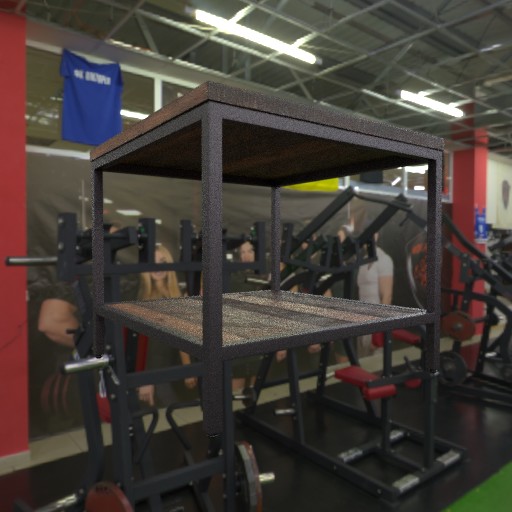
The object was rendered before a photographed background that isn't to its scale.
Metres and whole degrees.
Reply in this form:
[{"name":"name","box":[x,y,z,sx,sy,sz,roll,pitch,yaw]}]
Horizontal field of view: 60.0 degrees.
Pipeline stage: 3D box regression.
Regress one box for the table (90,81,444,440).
[{"name":"table","box":[0.000,0.000,0.970,0.553,0.482,0.548,-1,2,-36]}]
